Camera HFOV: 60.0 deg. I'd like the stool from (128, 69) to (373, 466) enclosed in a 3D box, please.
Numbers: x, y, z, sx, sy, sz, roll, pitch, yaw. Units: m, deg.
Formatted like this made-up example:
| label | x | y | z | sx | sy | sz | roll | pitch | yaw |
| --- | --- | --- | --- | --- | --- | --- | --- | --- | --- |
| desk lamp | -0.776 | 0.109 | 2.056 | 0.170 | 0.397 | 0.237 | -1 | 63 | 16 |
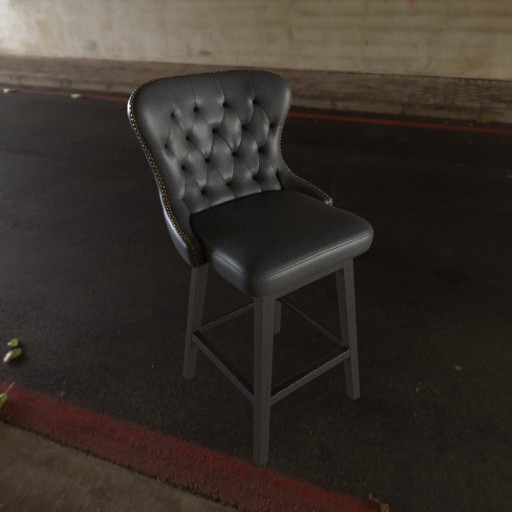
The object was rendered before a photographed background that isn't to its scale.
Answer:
| label | x | y | z | sx | sy | sz | roll | pitch | yaw |
| --- | --- | --- | --- | --- | --- | --- | --- | --- | --- |
| stool | 0.000 | 0.000 | 1.335 | 0.528 | 0.971 | 0.593 | -21 | 37 | -32 |
